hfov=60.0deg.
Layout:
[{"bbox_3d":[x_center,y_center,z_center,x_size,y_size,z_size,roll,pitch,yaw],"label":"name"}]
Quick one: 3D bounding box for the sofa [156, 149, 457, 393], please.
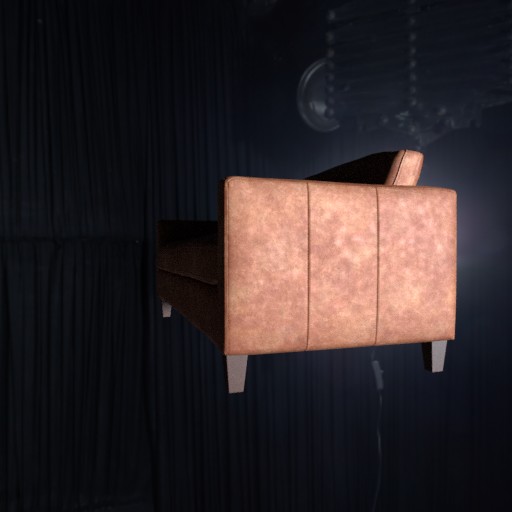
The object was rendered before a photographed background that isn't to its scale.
[{"bbox_3d":[0.000,0.000,2.400,0.923,0.863,1.971,0,0,-18],"label":"sofa"}]
